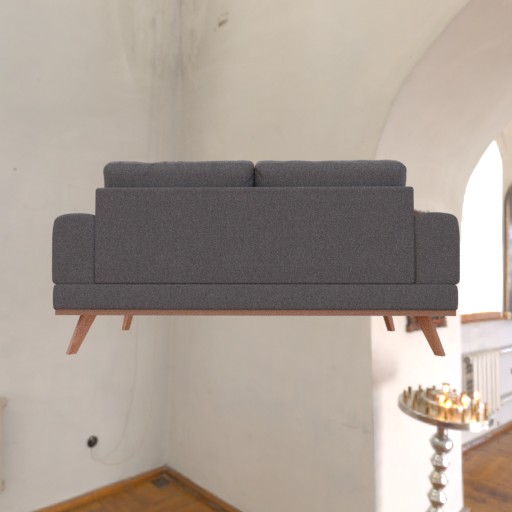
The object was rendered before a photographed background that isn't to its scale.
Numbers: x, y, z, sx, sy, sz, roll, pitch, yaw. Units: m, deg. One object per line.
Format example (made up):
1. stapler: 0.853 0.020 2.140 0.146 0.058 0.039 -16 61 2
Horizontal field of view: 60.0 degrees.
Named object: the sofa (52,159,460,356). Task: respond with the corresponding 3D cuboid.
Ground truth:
1. sofa: 0.000 0.000 2.147 1.650 0.810 0.785 0 -2 1
